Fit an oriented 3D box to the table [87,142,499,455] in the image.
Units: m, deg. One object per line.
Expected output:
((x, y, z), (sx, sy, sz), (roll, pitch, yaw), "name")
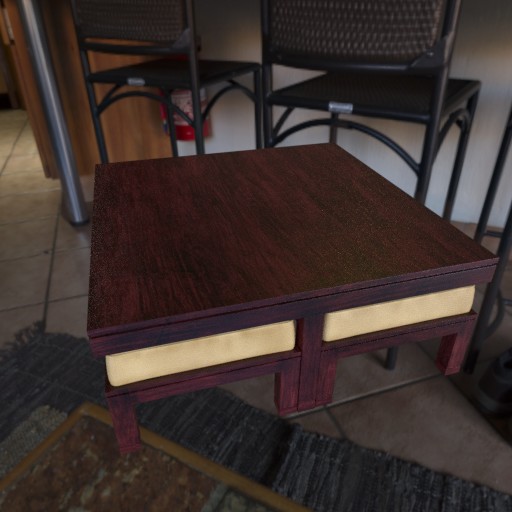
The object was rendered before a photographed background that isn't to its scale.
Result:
((0.000, 0.000, 1.320), (0.865, 0.356, 0.865), (-9, 33, -14), "table")
